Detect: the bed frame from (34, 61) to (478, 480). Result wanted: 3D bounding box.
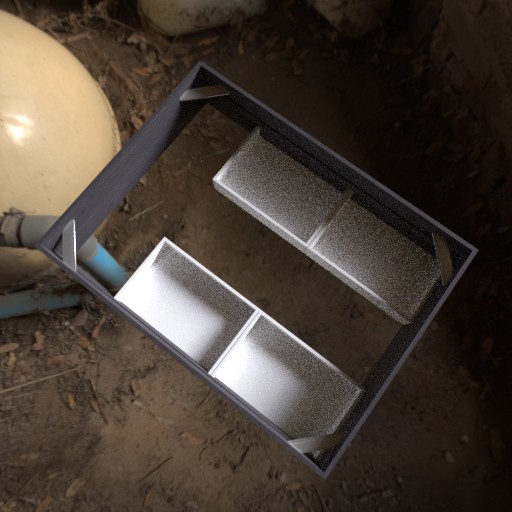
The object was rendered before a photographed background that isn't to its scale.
[{"bbox_3d":[0.000,0.000,2.608,1.944,0.459,1.448,37,80,8],"label":"bed frame"}]
